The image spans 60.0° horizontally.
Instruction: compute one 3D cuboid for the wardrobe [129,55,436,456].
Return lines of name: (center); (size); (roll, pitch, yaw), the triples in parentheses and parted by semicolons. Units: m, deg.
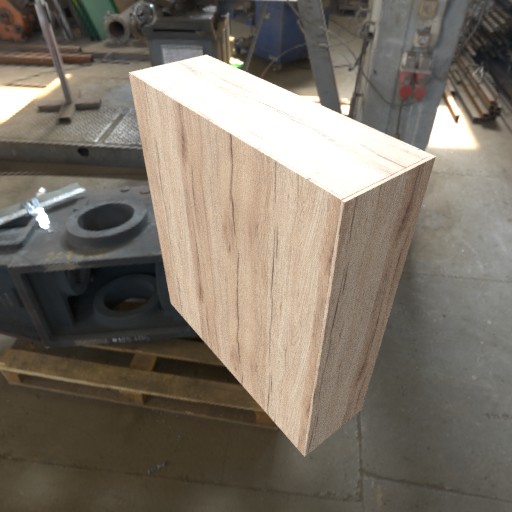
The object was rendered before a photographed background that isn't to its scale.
wardrobe: (0.000, 0.000, 3.005); (0.580, 2.070, 1.810); (-27, 48, -28)
